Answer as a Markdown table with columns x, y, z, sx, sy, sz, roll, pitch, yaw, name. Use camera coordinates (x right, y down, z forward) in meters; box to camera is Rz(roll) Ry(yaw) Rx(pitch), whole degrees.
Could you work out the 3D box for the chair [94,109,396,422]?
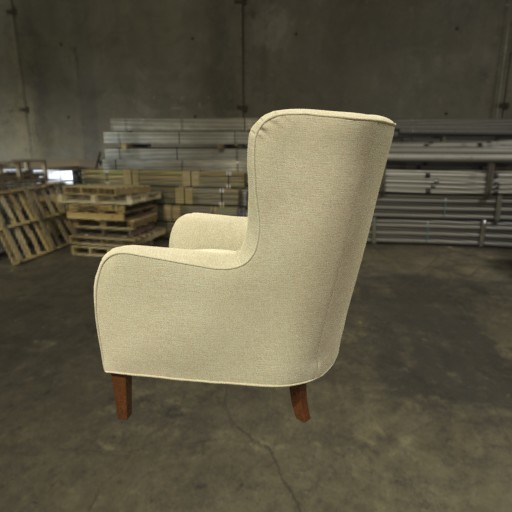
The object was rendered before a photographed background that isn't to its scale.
| x | y | z | sx | sy | sz | roll | pitch | yaw | name |
| --- | --- | --- | --- | --- | --- | --- | --- | --- | --- |
| 0.000 | 0.000 | 1.730 | 0.966 | 1.040 | 0.838 | 2 | 15 | 9 | chair |
